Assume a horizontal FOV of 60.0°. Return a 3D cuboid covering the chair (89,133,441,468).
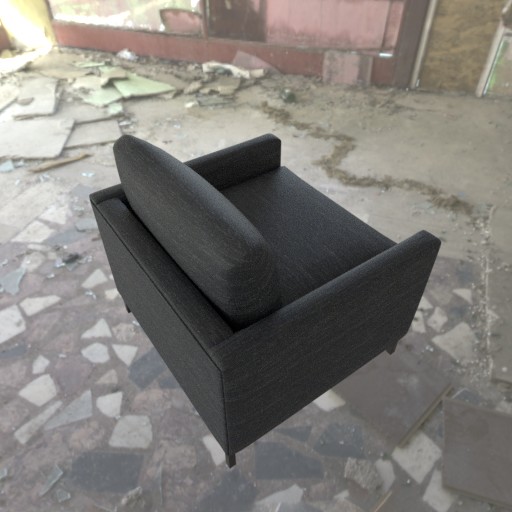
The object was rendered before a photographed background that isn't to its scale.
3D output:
[{"bbox_3d":[0.000,0.000,1.661,0.866,0.861,0.963,-25,48,-26],"label":"chair"}]
